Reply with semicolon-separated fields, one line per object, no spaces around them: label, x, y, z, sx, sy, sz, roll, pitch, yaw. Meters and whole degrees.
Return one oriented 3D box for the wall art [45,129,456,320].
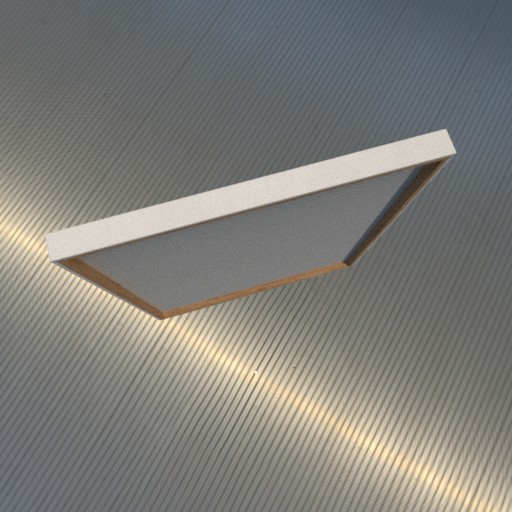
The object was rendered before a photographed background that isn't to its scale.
wall art;0.000;0.000;0.829;0.508;0.606;0.037;-16;76;-4
